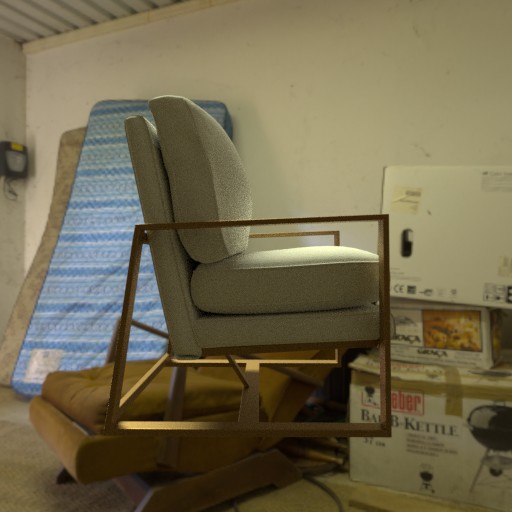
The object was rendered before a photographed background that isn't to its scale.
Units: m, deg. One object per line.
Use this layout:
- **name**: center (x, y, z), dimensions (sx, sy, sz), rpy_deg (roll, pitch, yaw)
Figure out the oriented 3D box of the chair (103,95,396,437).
- **chair**: center (0.000, 0.000, 1.584), dimensions (0.813, 0.966, 0.805), rpy_deg (0, 0, 1)
